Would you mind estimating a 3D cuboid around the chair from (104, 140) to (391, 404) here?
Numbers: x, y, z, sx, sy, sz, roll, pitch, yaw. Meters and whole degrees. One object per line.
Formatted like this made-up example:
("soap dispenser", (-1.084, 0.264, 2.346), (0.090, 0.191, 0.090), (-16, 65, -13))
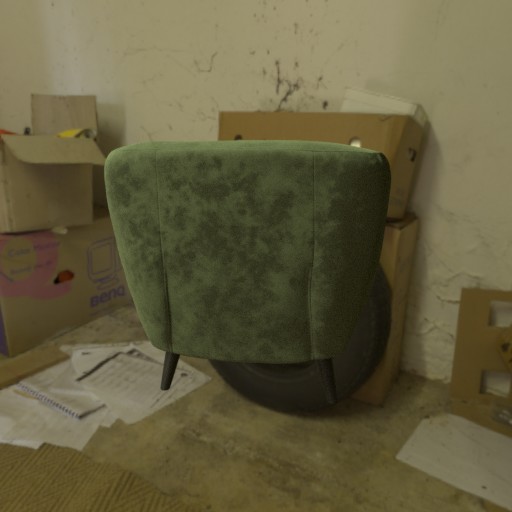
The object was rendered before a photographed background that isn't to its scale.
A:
("chair", (0.000, 0.000, 1.539), (0.840, 0.804, 0.819), (2, 17, 7))
